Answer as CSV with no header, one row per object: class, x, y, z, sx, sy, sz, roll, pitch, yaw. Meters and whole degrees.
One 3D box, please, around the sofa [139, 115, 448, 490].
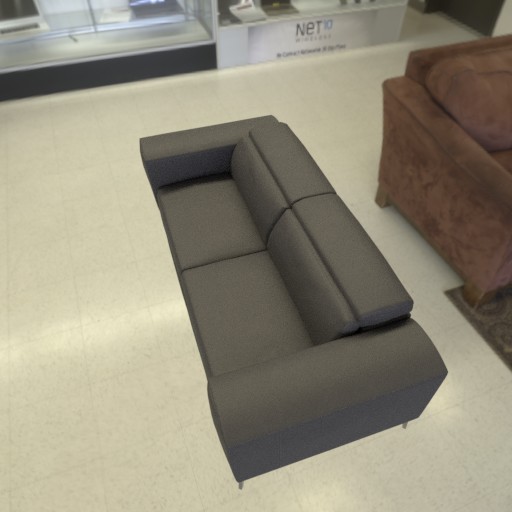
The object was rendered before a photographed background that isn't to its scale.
sofa,0.000,0.000,2.753,1.048,0.814,2.330,-14,49,-12
